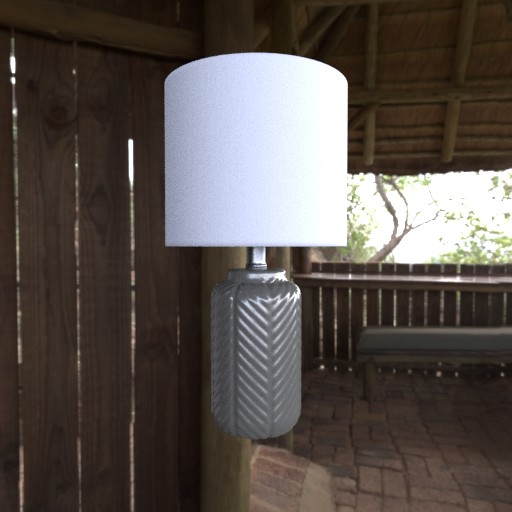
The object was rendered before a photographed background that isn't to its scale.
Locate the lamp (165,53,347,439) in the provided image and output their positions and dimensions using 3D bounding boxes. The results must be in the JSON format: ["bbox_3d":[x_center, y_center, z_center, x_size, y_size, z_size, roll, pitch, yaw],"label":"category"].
[{"bbox_3d":[0.000,0.000,0.508,0.203,0.389,0.203,1,2,38],"label":"lamp"}]
